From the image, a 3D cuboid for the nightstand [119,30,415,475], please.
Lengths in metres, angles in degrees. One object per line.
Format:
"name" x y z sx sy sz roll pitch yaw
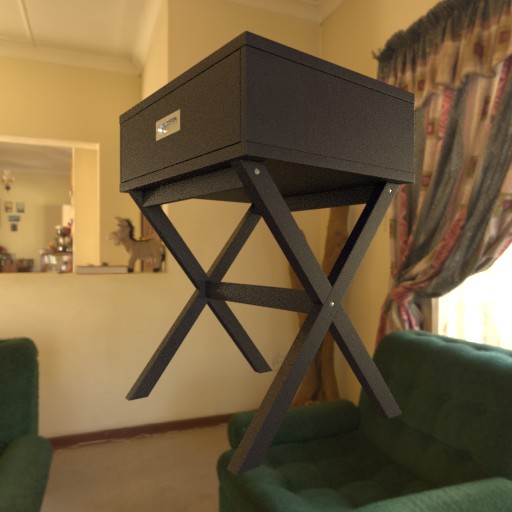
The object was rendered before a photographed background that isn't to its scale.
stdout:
"nightstand" 0.000 0.000 0.920 0.402 0.623 0.479 0 1 -37
